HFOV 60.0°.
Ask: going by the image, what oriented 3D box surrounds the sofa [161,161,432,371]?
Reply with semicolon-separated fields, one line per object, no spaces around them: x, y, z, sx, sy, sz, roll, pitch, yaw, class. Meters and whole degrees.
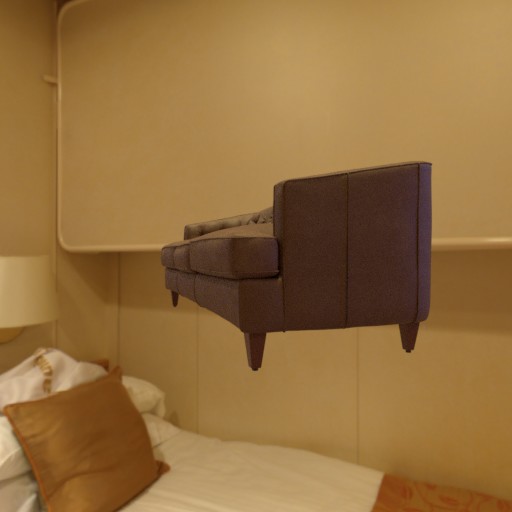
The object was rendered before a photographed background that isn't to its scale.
0.000;0.000;2.588;0.927;0.787;2.227;0;0;-18;sofa
